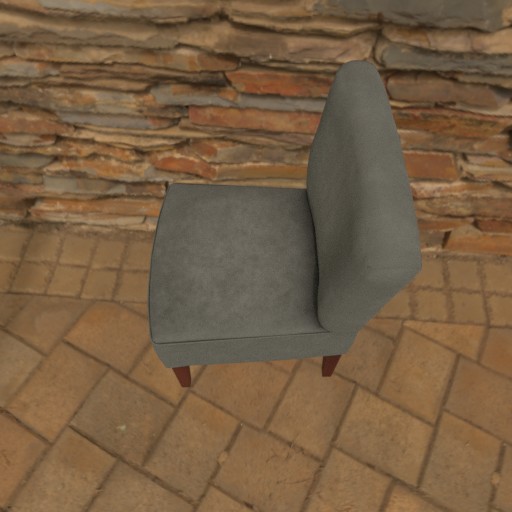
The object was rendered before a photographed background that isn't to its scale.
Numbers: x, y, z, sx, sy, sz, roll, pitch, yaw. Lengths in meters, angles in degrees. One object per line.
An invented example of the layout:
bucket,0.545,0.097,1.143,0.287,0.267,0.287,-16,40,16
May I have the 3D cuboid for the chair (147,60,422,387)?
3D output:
chair,0.000,0.000,1.165,0.554,0.806,0.521,0,59,0
